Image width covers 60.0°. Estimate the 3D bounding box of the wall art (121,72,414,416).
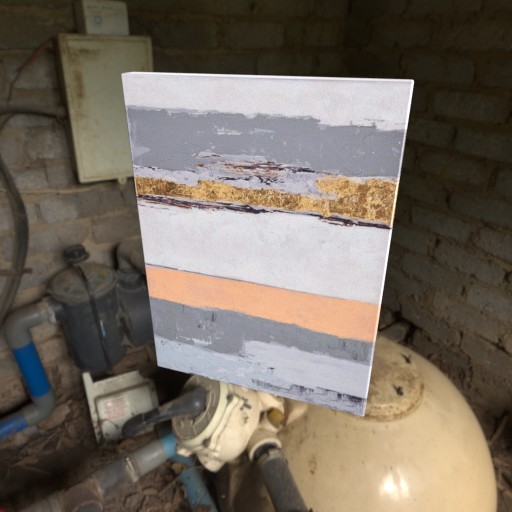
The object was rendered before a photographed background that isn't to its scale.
[{"bbox_3d":[0.000,0.000,0.808,0.456,0.609,0.038,9,28,17],"label":"wall art"}]
